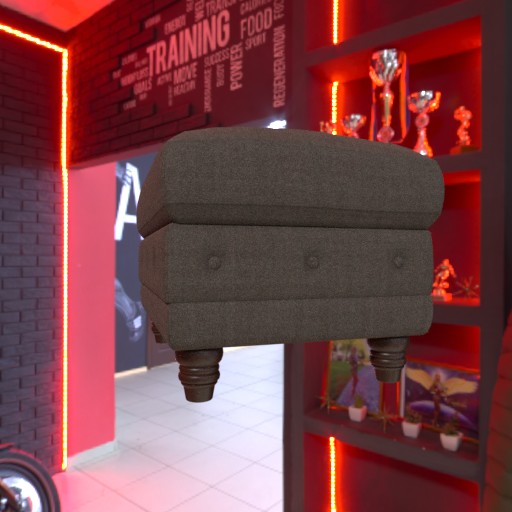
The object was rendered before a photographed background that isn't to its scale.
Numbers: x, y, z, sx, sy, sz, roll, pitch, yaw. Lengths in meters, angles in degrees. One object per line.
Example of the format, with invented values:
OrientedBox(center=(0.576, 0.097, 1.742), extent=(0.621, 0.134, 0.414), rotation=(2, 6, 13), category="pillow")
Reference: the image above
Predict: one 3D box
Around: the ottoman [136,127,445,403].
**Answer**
OrientedBox(center=(0.000, 0.000, 1.218), extent=(0.599, 0.555, 0.809), rotation=(0, 0, -18), category="ottoman")
